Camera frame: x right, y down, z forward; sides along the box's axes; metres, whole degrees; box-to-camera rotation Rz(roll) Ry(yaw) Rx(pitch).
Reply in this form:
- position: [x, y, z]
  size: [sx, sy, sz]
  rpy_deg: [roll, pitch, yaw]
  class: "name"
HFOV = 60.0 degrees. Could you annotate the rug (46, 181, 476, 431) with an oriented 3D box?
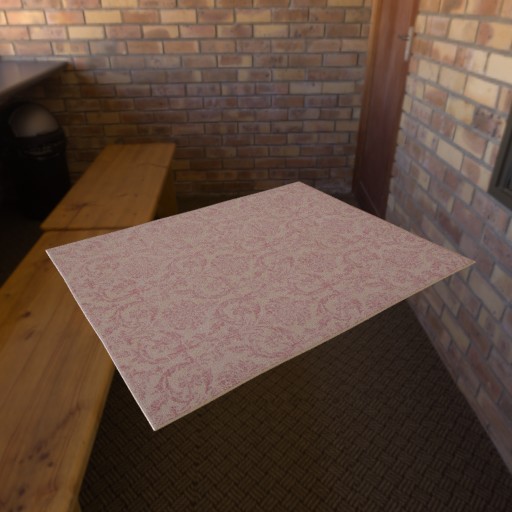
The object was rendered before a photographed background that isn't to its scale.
- position: [0.000, 0.000, 3.909]
  size: [2.980, 0.012, 2.363]
  rpy_deg: [-20, 36, -30]
  class: "rug"
